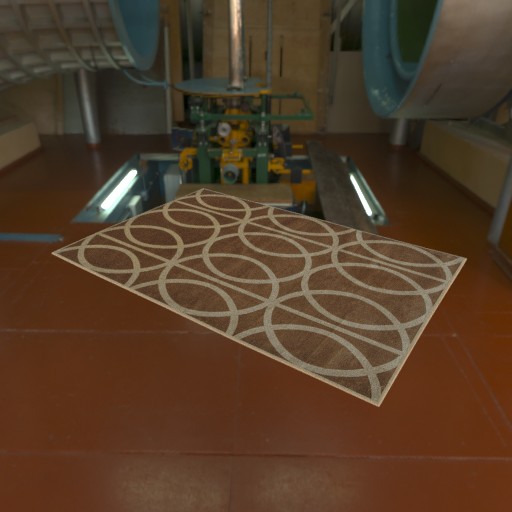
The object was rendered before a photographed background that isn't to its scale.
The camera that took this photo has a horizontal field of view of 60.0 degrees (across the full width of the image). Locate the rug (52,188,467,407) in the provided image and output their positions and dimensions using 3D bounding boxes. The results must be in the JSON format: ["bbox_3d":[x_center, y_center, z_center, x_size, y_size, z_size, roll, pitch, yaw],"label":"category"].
[{"bbox_3d":[0.000,0.000,2.921,2.290,0.014,1.526,19,34,30],"label":"rug"}]
